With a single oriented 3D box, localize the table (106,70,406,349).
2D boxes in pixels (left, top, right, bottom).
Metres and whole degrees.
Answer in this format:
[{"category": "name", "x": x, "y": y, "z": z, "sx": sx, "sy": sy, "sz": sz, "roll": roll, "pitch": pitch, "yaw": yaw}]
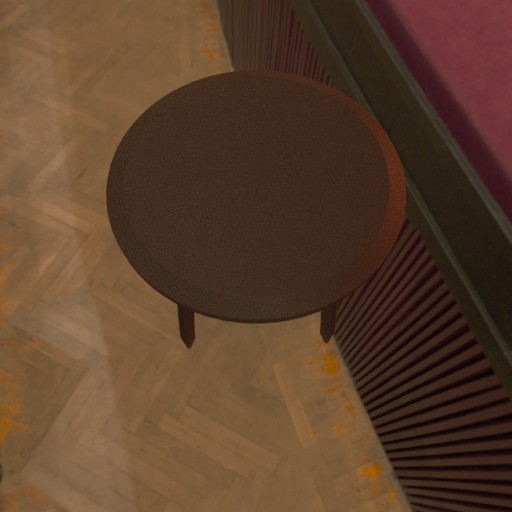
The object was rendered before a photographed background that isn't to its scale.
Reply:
[{"category": "table", "x": 0.000, "y": 0.000, "z": 0.937, "sx": 0.457, "sy": 0.585, "sz": 0.457, "roll": 0, "pitch": 64, "yaw": 0}]
